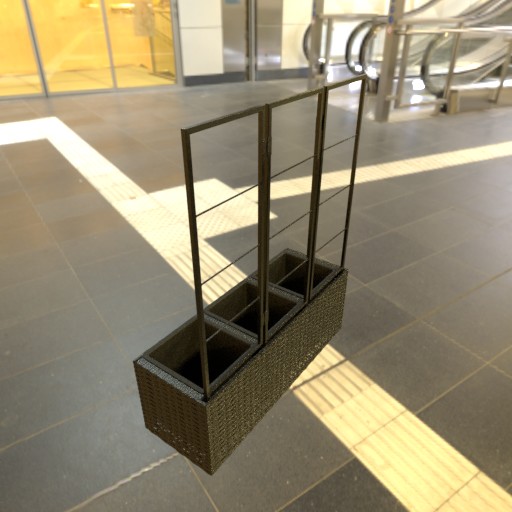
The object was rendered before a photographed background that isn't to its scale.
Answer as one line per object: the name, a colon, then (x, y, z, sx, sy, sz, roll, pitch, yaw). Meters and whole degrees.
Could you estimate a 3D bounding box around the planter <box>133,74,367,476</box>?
planter: (0.000, 0.000, 1.174, 0.244, 0.841, 0.698, 21, 36, 31)
